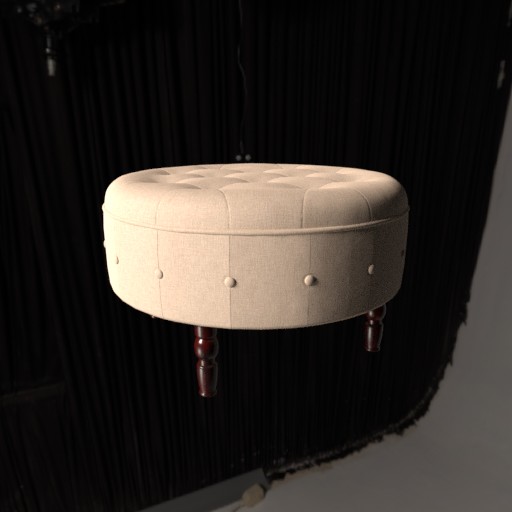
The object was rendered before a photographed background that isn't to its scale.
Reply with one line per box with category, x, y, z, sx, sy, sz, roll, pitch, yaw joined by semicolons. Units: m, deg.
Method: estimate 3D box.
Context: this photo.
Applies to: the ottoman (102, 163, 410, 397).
ottoman;0.000;0.000;1.335;0.848;0.494;0.848;0;16;0
